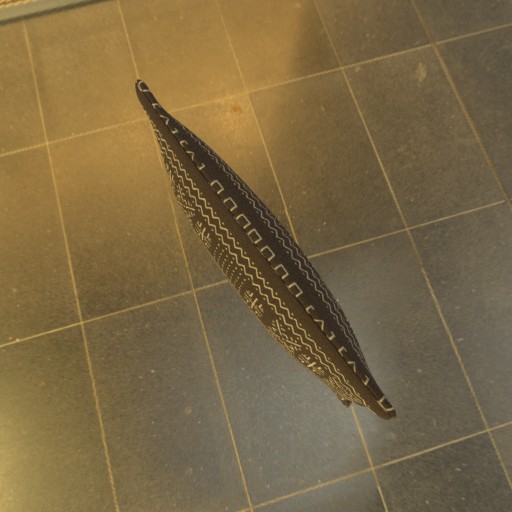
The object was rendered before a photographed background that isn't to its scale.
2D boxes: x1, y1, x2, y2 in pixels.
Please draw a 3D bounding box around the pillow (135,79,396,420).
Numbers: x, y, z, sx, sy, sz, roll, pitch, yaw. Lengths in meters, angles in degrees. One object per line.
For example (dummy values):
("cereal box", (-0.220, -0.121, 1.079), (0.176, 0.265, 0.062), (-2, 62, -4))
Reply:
("pillow", (0.000, 0.000, 0.817), (0.135, 0.322, 0.667), (-35, 78, -9))
